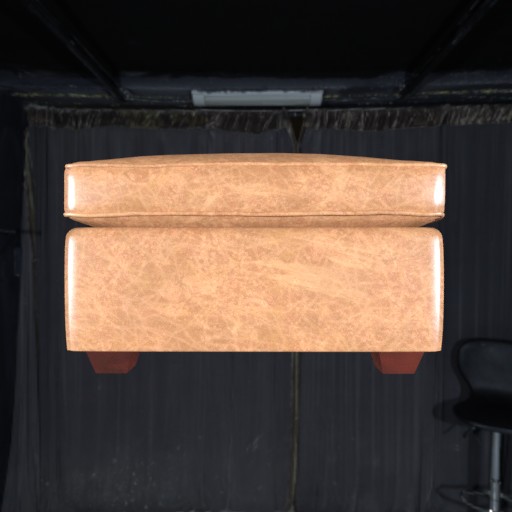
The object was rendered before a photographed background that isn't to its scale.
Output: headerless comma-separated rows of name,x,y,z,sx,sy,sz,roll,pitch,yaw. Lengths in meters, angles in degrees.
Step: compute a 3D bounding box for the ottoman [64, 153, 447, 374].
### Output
ottoman,0.000,0.000,1.114,0.756,0.468,0.554,0,1,0
